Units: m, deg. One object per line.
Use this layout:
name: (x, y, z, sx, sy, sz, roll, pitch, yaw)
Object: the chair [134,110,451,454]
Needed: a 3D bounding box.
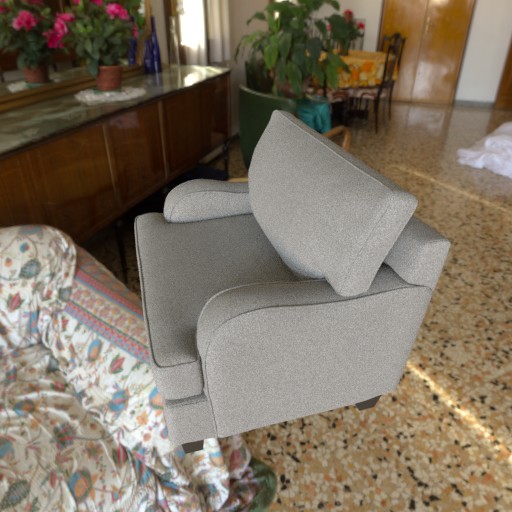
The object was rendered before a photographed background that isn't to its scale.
chair: (0.000, 0.000, 2.007, 1.040, 1.016, 1.220, -8, 32, -14)
